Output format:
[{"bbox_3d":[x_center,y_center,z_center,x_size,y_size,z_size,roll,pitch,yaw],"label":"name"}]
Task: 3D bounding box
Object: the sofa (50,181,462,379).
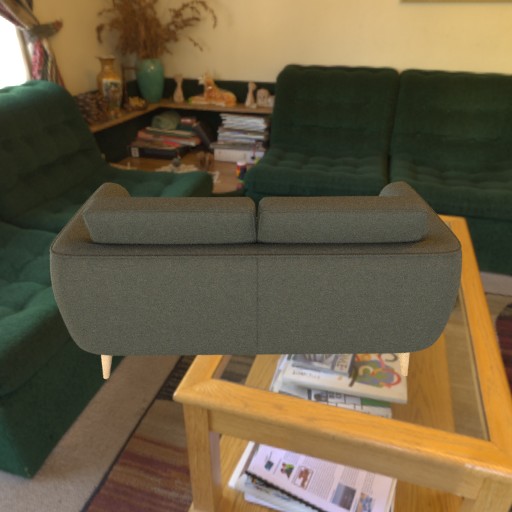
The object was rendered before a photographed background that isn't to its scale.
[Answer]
[{"bbox_3d":[0.000,0.000,2.180,1.700,0.850,0.920,0,30,-1],"label":"sofa"}]
